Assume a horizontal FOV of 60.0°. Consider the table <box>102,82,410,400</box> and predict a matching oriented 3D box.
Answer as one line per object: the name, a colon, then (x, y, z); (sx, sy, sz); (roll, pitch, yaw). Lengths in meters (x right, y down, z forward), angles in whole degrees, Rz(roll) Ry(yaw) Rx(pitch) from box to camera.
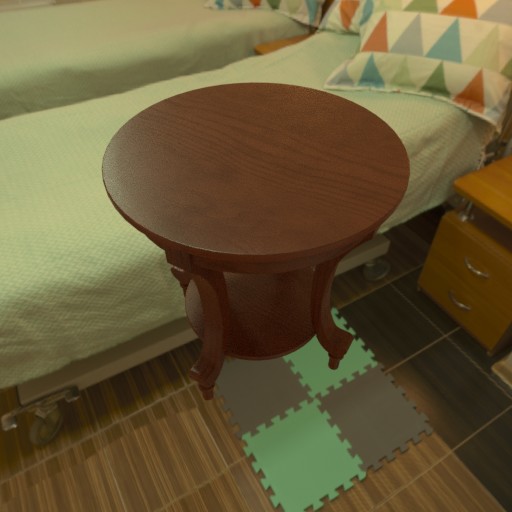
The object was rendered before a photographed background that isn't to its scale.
table: (0.000, 0.000, 1.098); (0.597, 0.612, 0.597); (0, 46, 0)
